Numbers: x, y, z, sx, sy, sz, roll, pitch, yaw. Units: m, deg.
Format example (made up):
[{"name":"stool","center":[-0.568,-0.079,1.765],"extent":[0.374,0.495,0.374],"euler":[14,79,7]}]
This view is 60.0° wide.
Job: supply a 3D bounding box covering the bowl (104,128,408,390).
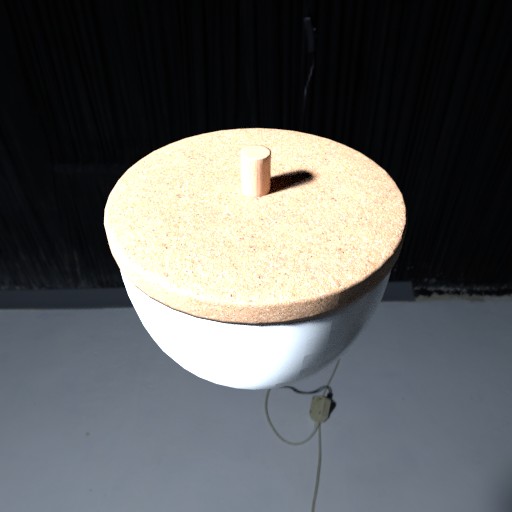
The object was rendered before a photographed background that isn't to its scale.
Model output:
[{"name":"bowl","center":[0.000,0.000,0.212],"extent":[0.126,0.110,0.126],"euler":[0,42,0]}]
